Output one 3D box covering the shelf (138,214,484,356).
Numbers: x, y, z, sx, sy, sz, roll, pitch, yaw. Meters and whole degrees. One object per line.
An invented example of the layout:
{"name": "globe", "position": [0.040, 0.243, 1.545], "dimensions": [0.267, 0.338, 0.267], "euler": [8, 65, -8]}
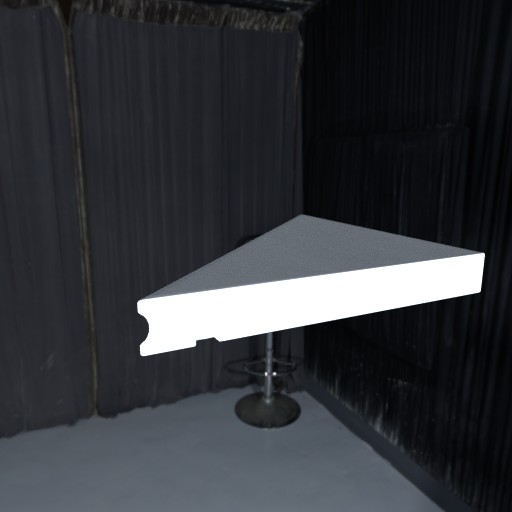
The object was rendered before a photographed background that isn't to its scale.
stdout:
{"name": "shelf", "position": [0.000, 0.000, 0.451], "dimensions": [0.296, 0.035, 0.296], "euler": [-6, 14, -26]}
